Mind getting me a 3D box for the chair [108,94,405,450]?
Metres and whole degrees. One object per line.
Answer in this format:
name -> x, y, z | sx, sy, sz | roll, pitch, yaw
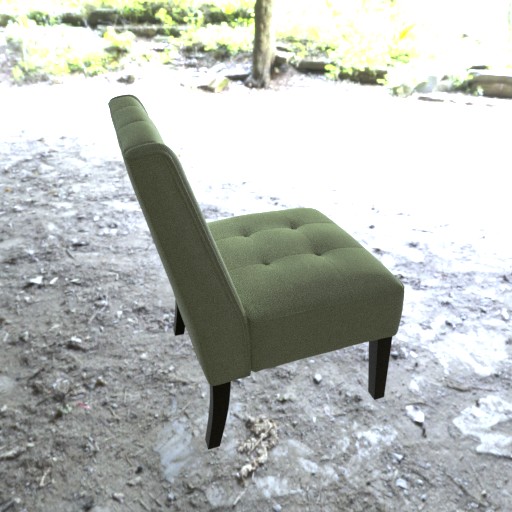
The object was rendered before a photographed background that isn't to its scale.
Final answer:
chair -> 0.000, 0.000, 1.289 | 0.676, 0.853, 0.569 | -10, 31, -17
